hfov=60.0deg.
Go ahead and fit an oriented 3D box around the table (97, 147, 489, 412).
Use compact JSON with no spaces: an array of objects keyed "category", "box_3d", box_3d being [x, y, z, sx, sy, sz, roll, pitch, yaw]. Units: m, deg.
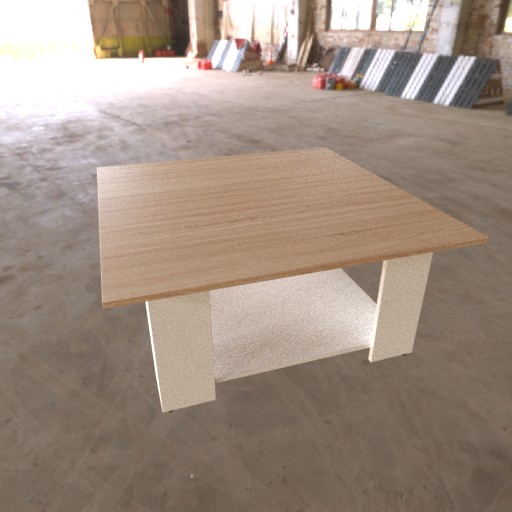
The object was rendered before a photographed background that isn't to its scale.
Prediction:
[{"category":"table","box_3d":[0.000,0.000,1.061,0.670,0.305,0.670,-9,29,-16]}]
